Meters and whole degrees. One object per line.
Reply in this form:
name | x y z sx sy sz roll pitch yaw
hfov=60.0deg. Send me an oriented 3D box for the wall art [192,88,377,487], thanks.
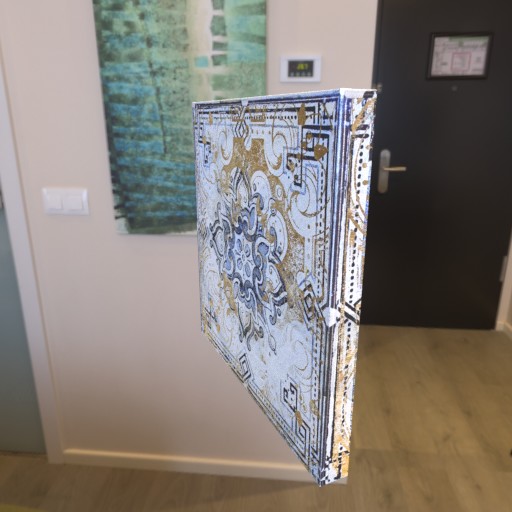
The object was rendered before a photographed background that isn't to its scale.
wall art | 0.000 0.000 0.610 0.038 0.410 0.411 -8 19 -24
